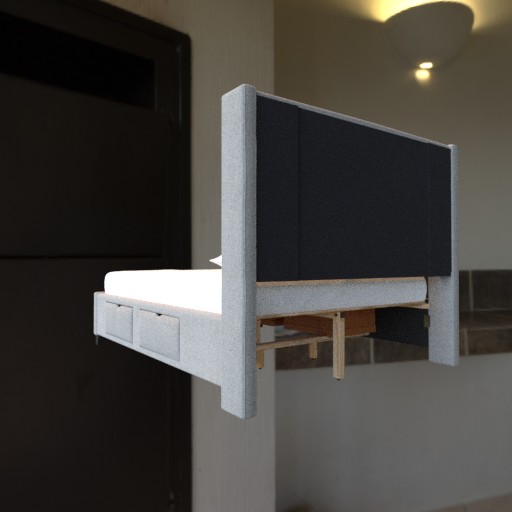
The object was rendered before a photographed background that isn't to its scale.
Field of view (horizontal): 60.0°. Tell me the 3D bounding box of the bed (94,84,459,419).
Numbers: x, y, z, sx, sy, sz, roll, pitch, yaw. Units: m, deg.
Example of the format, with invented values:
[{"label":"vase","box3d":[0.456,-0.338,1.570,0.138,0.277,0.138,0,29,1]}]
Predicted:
[{"label":"bed","box3d":[0.000,0.000,3.354,1.774,1.491,2.222,1,-1,-36]}]
